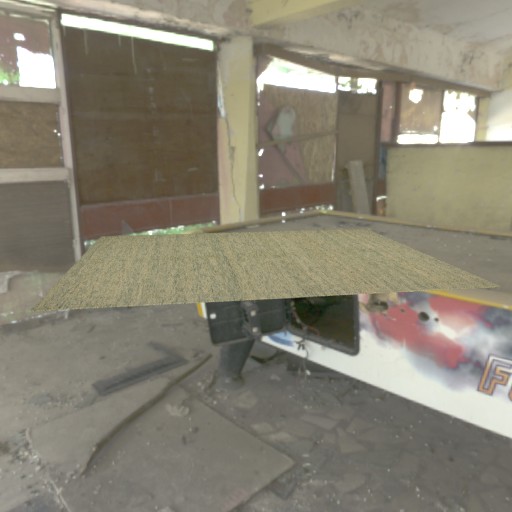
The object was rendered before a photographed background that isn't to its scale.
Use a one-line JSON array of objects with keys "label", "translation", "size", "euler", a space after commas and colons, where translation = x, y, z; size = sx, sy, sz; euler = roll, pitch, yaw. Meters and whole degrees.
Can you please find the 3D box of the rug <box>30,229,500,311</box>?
[{"label": "rug", "translation": [0.000, 0.000, 4.139], "size": [3.201, 0.014, 2.437], "euler": [-2, 13, -9]}]
